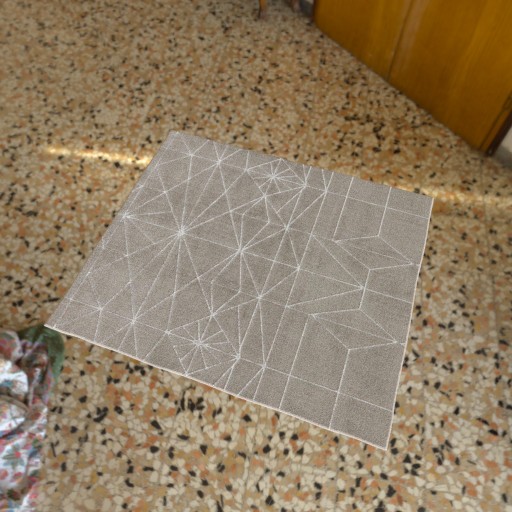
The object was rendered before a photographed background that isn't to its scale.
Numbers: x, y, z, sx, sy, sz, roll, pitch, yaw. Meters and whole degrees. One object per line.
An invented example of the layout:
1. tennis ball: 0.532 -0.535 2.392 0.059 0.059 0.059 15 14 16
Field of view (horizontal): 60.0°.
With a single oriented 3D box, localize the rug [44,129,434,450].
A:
1. rug: 0.000 0.000 0.897 0.639 0.006 0.548 17 60 10
